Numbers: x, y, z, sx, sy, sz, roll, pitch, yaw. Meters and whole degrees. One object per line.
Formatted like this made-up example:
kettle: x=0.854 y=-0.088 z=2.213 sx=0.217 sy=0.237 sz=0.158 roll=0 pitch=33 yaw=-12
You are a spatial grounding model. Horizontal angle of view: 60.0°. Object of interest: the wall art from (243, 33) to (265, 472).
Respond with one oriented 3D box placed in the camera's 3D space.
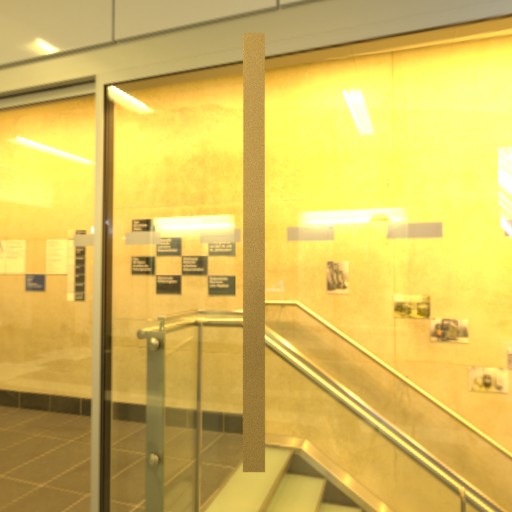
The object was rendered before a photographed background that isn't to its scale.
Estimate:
wall art: x=0.000 y=0.000 z=1.149 sx=0.038 sy=0.762 sz=0.762 roll=0 pitch=-2 yaw=1
